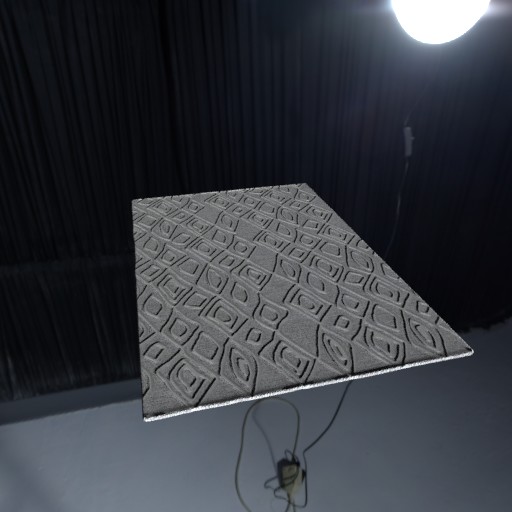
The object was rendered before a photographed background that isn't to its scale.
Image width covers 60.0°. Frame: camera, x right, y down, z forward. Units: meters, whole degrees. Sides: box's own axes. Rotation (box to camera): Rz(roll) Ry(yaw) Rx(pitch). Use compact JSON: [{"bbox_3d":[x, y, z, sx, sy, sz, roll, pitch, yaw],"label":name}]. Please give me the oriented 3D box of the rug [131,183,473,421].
[{"bbox_3d":[0.000,0.000,2.295,1.224,0.016,1.832,-8,31,-13],"label":"rug"}]
